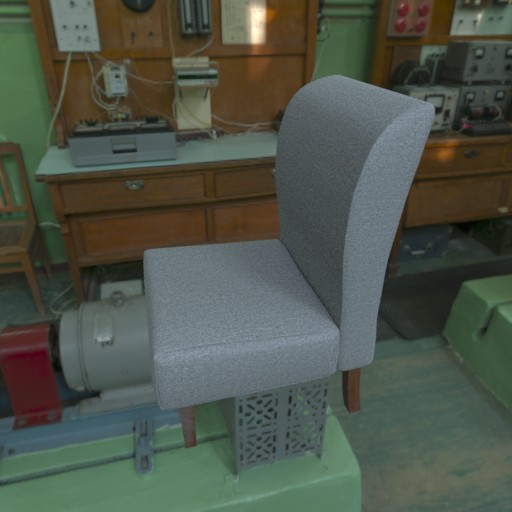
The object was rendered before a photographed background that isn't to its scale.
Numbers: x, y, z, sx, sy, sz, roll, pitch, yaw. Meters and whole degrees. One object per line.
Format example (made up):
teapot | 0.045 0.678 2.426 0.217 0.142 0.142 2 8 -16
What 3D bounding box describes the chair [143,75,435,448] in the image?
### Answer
chair | 0.000 0.000 1.139 0.592 0.804 0.513 -8 30 -14
